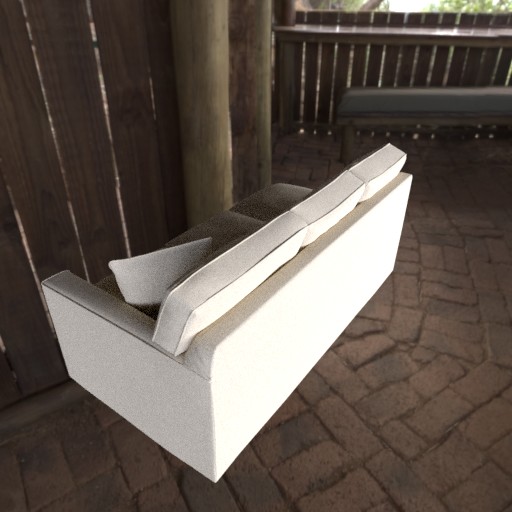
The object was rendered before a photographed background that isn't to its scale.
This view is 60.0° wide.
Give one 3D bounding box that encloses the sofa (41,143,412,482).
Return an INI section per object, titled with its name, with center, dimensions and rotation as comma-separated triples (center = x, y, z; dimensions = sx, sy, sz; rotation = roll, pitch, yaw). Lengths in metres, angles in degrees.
[sofa]
center = 0.000, 0.000, 2.495
dimensions = 1.034, 0.946, 1.963
rotation = 21, 37, 30
